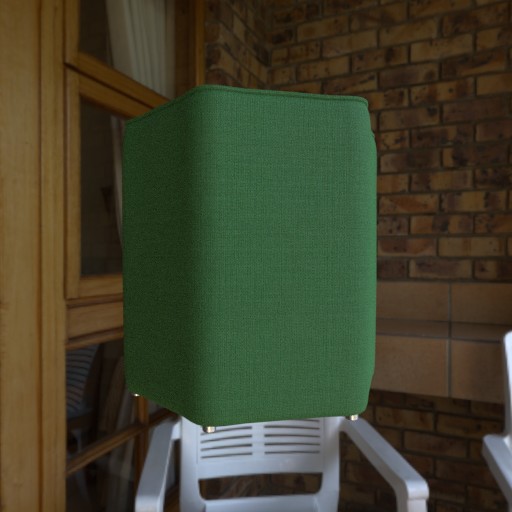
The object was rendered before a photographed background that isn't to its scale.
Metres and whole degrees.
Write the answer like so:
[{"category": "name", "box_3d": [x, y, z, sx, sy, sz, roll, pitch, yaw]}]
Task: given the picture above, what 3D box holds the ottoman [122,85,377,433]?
[{"category": "ottoman", "box_3d": [0.000, 0.000, 0.860, 0.444, 0.507, 0.499, 0, 0, 18]}]
